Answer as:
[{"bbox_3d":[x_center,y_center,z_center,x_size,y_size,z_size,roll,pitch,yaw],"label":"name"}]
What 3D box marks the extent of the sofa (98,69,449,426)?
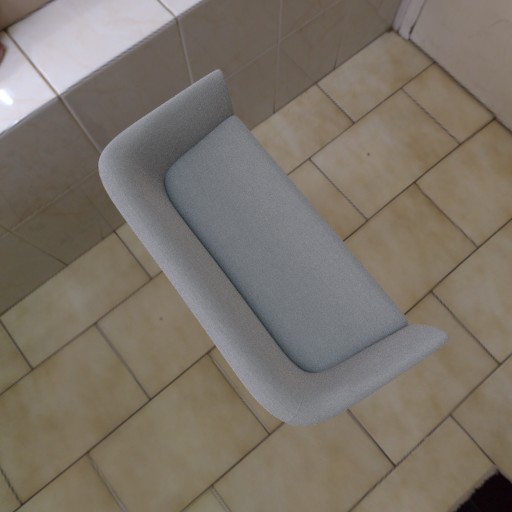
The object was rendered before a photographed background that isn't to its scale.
[{"bbox_3d":[0.000,0.000,1.918,0.705,0.721,1.452,-36,78,-9],"label":"sofa"}]
